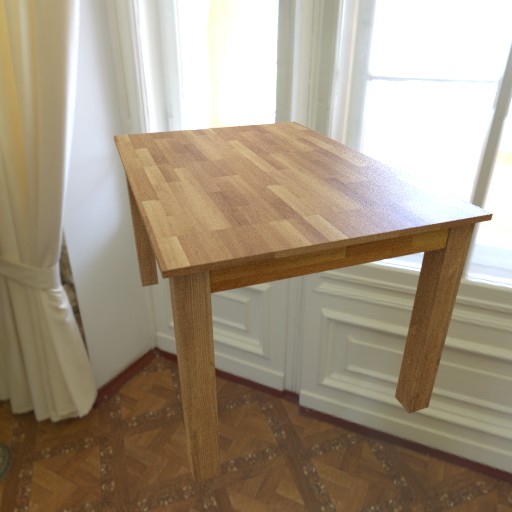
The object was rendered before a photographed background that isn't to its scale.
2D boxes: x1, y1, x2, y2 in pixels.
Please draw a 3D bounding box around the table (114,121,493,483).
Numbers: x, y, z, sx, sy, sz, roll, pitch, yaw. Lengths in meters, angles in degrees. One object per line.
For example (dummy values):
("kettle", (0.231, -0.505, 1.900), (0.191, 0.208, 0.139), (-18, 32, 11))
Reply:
("table", (0.000, 0.000, 1.786), (0.900, 0.750, 1.300), (-10, 30, -18))
